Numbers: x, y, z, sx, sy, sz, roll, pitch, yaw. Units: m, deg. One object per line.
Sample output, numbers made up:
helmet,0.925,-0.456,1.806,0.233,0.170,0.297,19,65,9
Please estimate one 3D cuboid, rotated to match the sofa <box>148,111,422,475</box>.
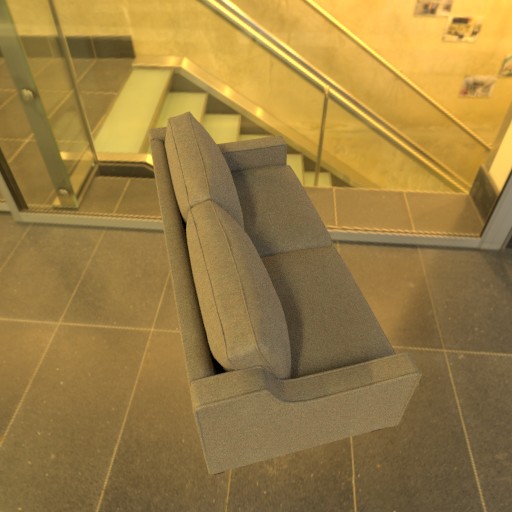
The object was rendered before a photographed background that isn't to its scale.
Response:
sofa,0.000,0.000,2.782,1.073,1.074,2.181,-11,46,-10
